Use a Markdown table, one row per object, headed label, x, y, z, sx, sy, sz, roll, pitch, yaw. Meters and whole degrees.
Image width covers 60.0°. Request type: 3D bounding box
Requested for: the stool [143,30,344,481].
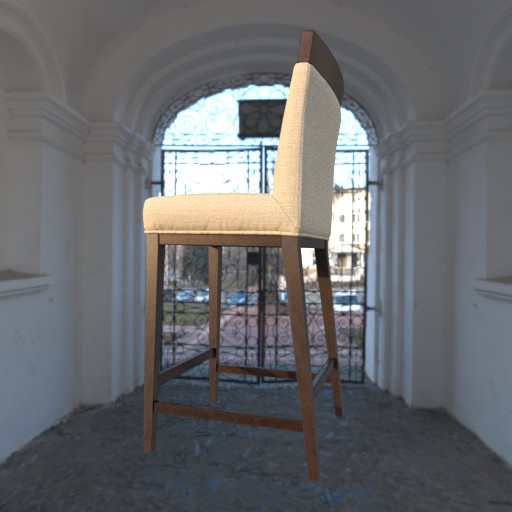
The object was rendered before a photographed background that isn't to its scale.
| label | x | y | z | sx | sy | sz | roll | pitch | yaw |
| --- | --- | --- | --- | --- | --- | --- | --- | --- | --- |
| stool | 0.000 | 0.000 | 1.398 | 0.531 | 1.117 | 0.511 | 0 | 1 | 19 |
